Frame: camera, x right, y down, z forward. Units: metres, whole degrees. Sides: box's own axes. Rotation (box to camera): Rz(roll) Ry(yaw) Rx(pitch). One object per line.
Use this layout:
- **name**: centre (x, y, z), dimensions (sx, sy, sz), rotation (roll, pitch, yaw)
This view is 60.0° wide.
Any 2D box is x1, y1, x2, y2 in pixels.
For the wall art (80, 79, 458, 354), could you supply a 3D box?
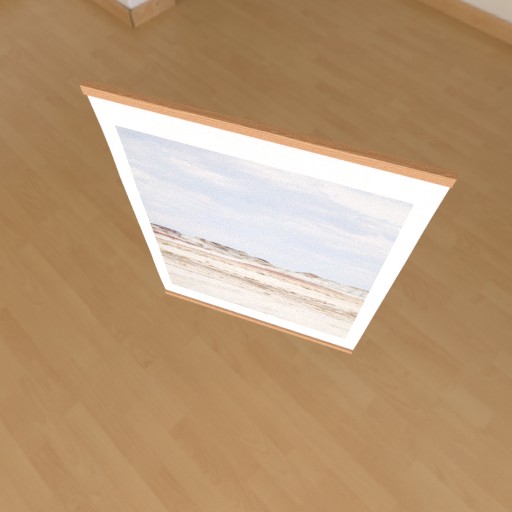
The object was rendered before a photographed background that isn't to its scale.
- **wall art**: centre (0.000, 0.000, 0.777), dimensions (0.458, 0.605, 0.011), rotation (17, 61, 9)
